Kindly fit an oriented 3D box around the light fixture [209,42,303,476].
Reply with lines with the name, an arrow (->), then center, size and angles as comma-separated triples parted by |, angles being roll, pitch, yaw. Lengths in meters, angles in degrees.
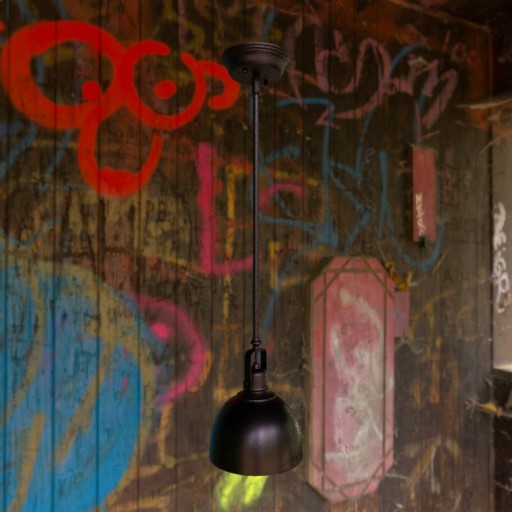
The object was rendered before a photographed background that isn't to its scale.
light fixture -> 0.000, 0.000, 0.861 | 0.182, 0.768, 0.182 | 0, -1, 35
